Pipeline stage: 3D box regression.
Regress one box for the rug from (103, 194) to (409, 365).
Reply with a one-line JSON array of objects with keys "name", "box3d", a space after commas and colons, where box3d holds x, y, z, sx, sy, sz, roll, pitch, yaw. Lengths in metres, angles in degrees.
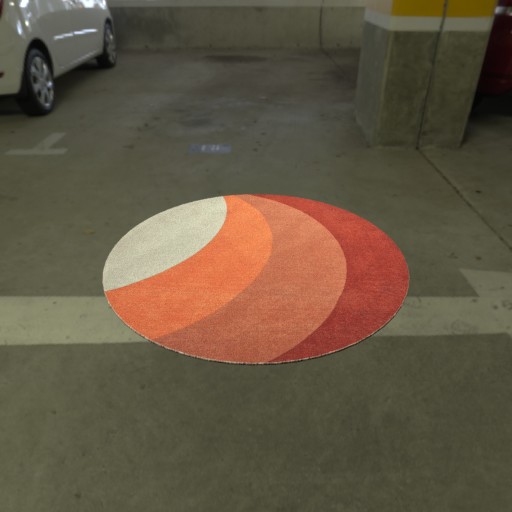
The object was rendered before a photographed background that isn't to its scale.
[{"name": "rug", "box3d": [0.000, 0.000, 2.280, 1.514, 0.015, 1.514, 0, 32, 0]}]
